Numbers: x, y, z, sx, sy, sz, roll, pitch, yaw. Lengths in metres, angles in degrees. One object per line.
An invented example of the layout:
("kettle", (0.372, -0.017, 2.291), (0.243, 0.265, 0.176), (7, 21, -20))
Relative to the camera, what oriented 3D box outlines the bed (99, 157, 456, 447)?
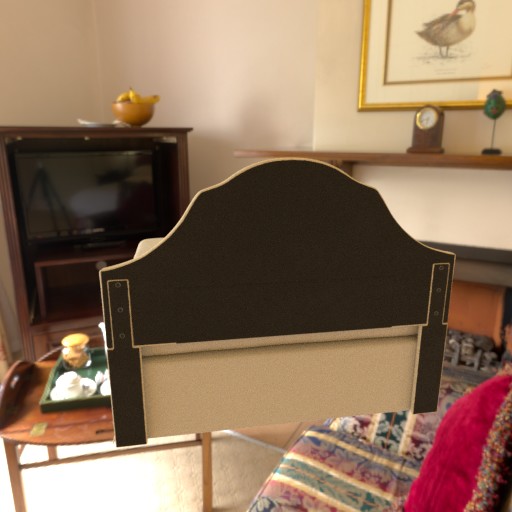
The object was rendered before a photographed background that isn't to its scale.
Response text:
("bed", (0.000, 0.000, 3.389), (2.012, 1.555, 2.086), (-3, 15, -10))
